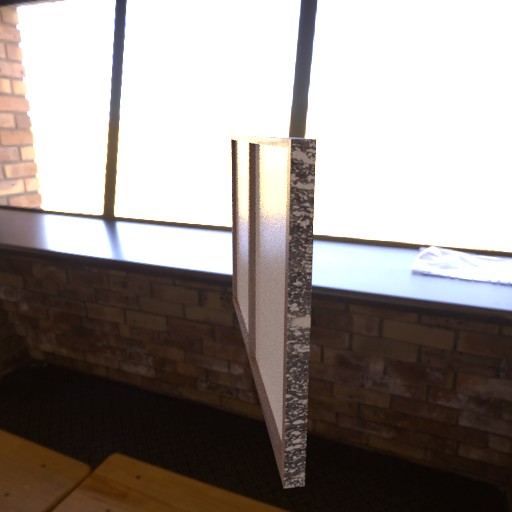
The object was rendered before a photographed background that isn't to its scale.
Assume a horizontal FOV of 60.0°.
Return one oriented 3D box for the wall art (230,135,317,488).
[{"bbox_3d":[0.000,0.000,1.144,0.038,0.598,0.919,-2,16,-8],"label":"wall art"}]
